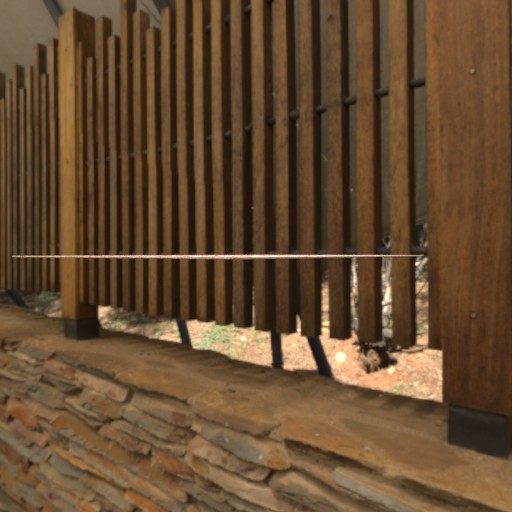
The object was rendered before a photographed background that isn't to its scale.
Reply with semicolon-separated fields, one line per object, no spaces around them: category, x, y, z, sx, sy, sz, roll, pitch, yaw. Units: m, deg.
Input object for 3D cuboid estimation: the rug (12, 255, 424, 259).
rug;0.000;0.000;2.956;1.545;0.010;2.440;0;0;35
